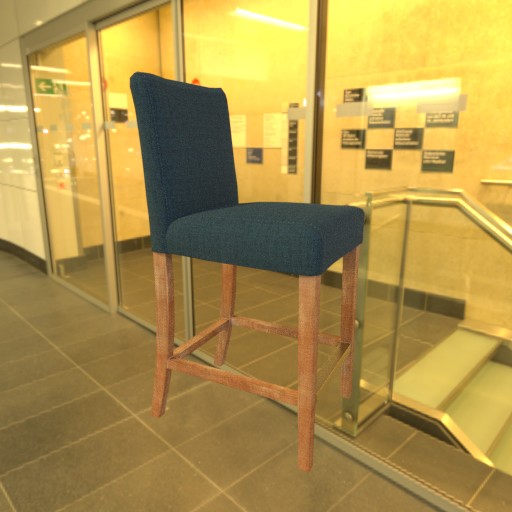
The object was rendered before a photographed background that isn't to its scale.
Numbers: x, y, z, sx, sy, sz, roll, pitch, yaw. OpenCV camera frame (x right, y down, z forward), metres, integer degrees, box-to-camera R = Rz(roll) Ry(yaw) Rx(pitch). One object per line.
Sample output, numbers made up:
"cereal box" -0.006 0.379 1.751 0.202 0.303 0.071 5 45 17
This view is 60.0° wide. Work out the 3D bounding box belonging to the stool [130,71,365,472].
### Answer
"stool" 0.000 0.000 1.362 0.567 1.039 0.454 7 16 26
